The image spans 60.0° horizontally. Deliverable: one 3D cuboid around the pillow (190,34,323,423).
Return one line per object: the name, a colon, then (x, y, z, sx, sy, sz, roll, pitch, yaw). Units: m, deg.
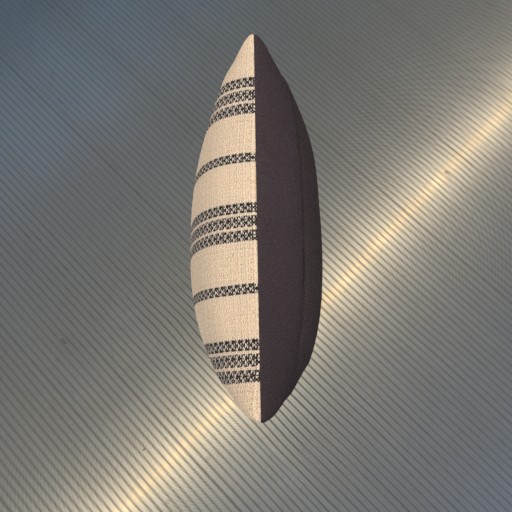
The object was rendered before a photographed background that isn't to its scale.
pillow: (0.000, 0.000, 0.627, 0.173, 0.406, 0.405, -1, 76, 0)
